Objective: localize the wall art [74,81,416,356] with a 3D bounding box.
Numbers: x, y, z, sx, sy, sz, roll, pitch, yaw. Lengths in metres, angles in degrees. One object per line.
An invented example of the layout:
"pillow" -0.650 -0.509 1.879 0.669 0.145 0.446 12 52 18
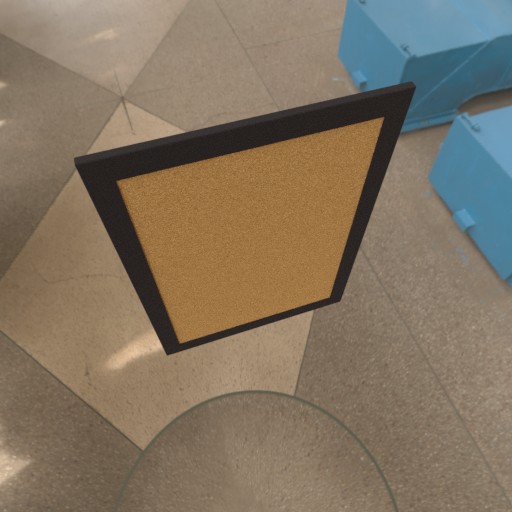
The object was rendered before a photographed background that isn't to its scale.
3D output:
"wall art" 0.000 0.000 0.686 0.374 0.529 0.012 -16 59 -10
